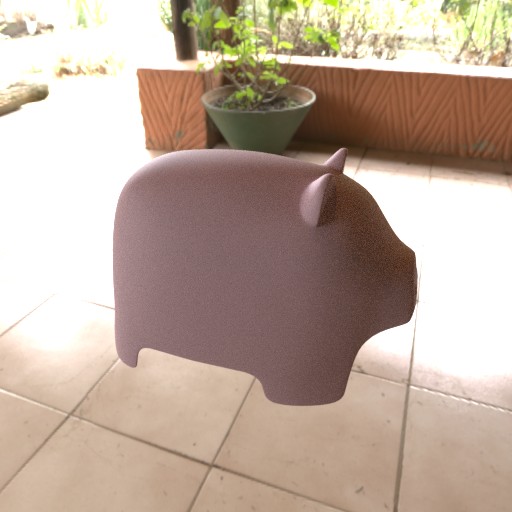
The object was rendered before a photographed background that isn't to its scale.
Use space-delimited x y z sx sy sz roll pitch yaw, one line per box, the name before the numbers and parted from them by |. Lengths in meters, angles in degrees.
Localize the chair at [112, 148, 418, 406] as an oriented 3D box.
chair | 0.000 0.000 0.880 0.619 0.423 0.364 10 32 17
